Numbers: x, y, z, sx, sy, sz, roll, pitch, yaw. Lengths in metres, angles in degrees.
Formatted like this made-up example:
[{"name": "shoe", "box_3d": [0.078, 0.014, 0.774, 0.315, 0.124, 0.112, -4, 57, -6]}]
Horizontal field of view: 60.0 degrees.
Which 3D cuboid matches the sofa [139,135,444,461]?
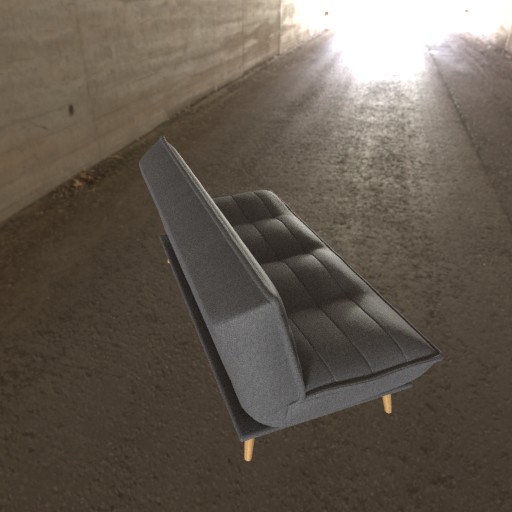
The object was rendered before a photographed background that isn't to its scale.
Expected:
[{"name": "sofa", "box_3d": [0.000, 0.000, 2.428, 0.950, 0.890, 1.940, -11, 32, -18]}]
